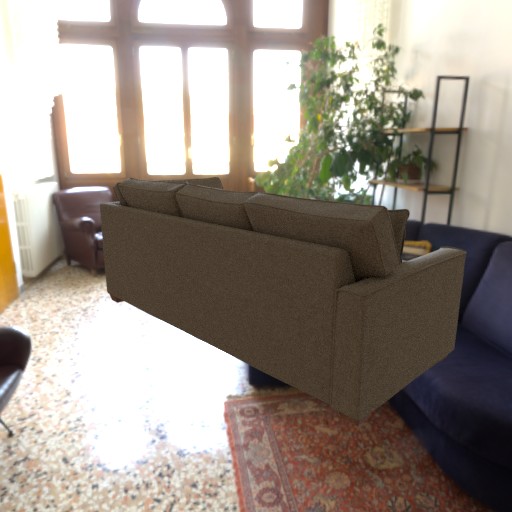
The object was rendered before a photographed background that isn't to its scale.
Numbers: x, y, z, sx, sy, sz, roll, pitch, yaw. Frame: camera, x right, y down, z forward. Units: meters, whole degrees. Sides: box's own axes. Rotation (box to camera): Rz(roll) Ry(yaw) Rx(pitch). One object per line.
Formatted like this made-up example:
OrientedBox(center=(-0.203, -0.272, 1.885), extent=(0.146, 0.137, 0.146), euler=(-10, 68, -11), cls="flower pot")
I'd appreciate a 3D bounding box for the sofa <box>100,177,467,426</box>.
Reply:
OrientedBox(center=(0.000, 0.000, 2.917), extent=(1.061, 0.962, 2.317), euler=(-13, 20, -43), cls="sofa")
